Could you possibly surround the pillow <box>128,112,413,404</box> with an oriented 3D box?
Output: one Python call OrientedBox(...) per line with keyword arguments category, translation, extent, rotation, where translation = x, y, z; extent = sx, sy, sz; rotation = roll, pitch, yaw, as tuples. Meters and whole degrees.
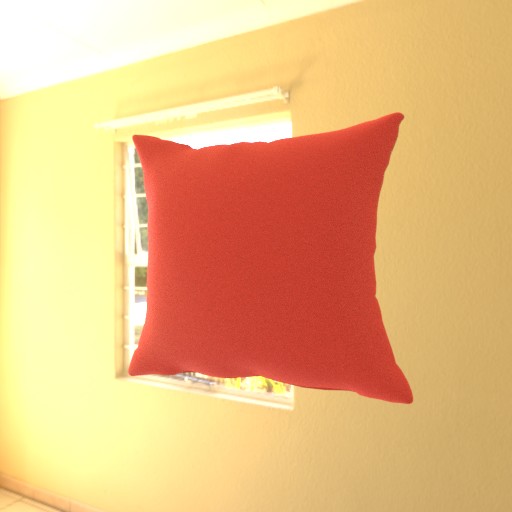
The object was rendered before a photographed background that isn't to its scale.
OrientedBox(category="pillow", translation=(0.000, 0.000, 0.836), extent=(0.559, 0.501, 0.229), rotation=(0, 0, 18))
